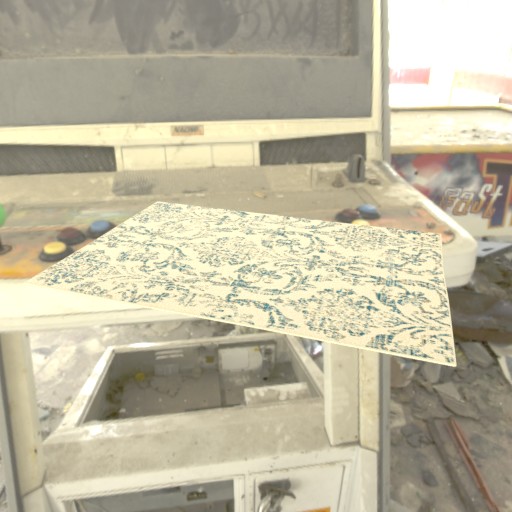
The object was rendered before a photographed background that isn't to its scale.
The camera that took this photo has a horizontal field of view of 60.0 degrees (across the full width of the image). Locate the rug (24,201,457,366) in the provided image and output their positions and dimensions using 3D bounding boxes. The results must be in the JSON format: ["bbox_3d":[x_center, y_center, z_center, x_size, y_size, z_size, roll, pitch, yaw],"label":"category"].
[{"bbox_3d":[0.000,0.000,2.278,1.831,0.012,1.213,8,27,16],"label":"rug"}]
